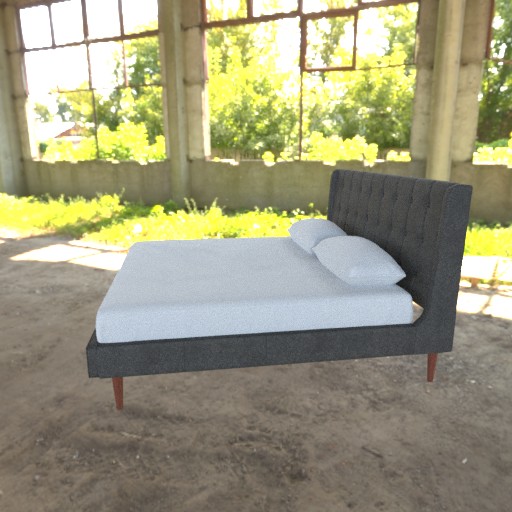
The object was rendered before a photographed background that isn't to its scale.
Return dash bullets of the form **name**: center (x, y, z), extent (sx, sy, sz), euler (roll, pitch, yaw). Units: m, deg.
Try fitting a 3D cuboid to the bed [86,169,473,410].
- **bed**: center (0.000, 0.000, 2.591), extent (1.638, 0.933, 1.531), euler (-2, 14, -9)
